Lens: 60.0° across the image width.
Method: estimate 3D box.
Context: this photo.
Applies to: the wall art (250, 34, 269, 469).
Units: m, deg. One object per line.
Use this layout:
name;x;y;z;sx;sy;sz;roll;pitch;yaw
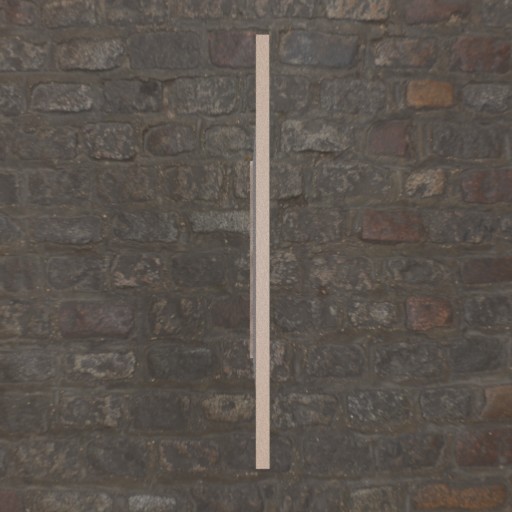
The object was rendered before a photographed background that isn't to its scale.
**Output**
wall art;0.000;0.000;0.667;0.012;0.508;0.405;0;89;-1
